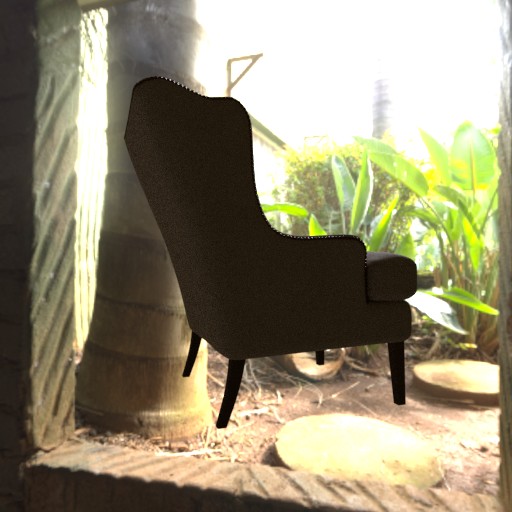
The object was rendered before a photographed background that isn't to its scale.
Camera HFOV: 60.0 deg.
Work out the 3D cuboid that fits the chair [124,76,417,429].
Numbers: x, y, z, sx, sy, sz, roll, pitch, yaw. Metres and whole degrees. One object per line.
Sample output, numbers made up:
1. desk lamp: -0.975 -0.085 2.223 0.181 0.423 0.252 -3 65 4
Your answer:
1. chair: 0.000 0.000 1.683 0.940 1.029 0.737 0 0 -19
